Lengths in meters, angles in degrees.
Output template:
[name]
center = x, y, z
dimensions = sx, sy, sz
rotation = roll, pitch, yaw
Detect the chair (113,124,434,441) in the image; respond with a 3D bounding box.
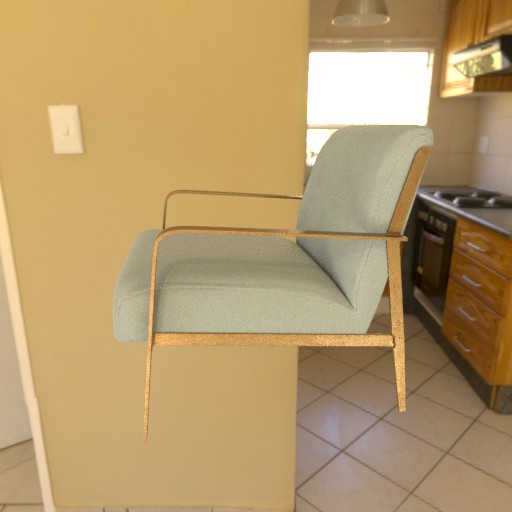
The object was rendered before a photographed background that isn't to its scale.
[chair]
center = 0.000, 0.000, 1.449
dimensions = 0.842, 0.824, 0.701
rotation = -3, 16, -9
